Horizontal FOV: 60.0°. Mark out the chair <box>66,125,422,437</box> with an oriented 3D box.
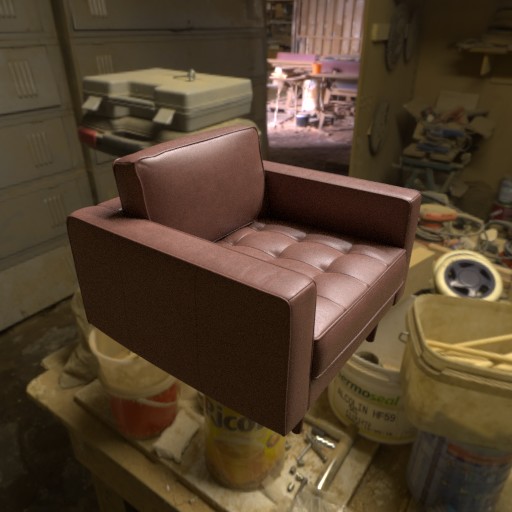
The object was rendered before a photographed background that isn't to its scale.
[{"bbox_3d":[0.000,0.000,1.579,0.900,0.770,0.920,19,34,32],"label":"chair"}]
